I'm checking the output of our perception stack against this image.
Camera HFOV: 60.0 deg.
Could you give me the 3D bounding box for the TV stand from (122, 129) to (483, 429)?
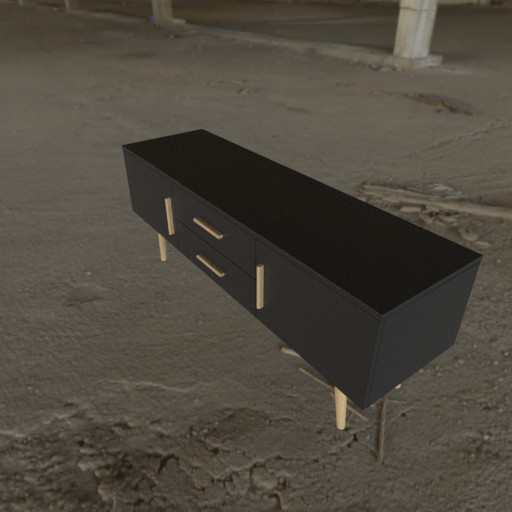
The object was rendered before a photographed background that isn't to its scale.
[{"bbox_3d":[0.000,0.000,1.551,0.390,0.518,1.312,-22,38,-30],"label":"TV stand"}]
